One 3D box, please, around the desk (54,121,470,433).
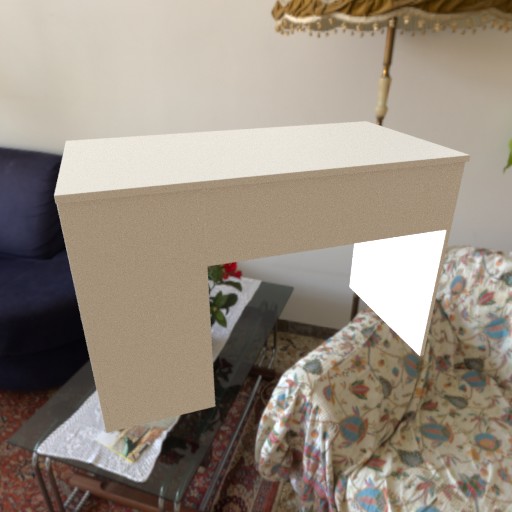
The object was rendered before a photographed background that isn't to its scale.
[{"bbox_3d":[0.000,0.000,1.506,1.097,0.735,0.560,-9,28,-16],"label":"desk"}]
